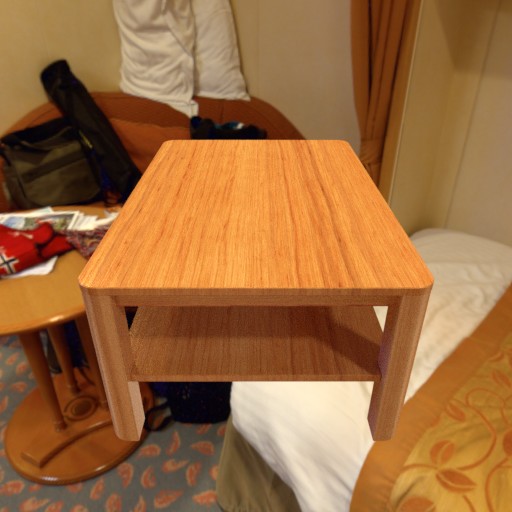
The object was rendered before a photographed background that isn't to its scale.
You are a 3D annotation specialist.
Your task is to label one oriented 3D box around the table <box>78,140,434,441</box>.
[{"bbox_3d":[0.000,0.000,1.376,0.696,0.445,0.997,0,30,0],"label":"table"}]
